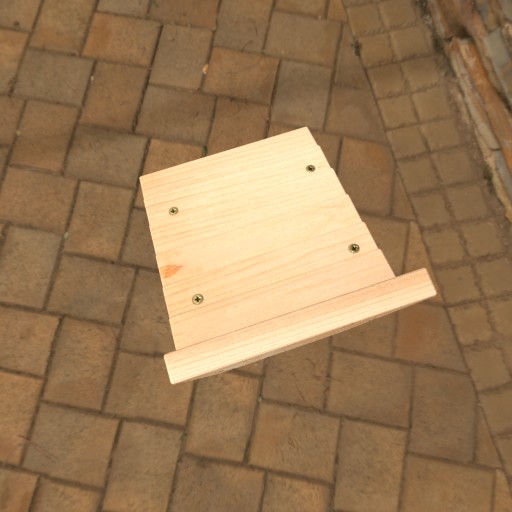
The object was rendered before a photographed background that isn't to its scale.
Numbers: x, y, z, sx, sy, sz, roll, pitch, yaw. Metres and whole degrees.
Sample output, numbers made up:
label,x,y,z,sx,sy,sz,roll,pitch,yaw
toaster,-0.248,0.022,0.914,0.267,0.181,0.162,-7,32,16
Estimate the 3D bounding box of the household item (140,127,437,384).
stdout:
label,x,y,z,sx,sy,sz,roll,pitch,yaw
household item,0.000,0.000,0.393,0.149,0.300,0.171,-18,77,-4
